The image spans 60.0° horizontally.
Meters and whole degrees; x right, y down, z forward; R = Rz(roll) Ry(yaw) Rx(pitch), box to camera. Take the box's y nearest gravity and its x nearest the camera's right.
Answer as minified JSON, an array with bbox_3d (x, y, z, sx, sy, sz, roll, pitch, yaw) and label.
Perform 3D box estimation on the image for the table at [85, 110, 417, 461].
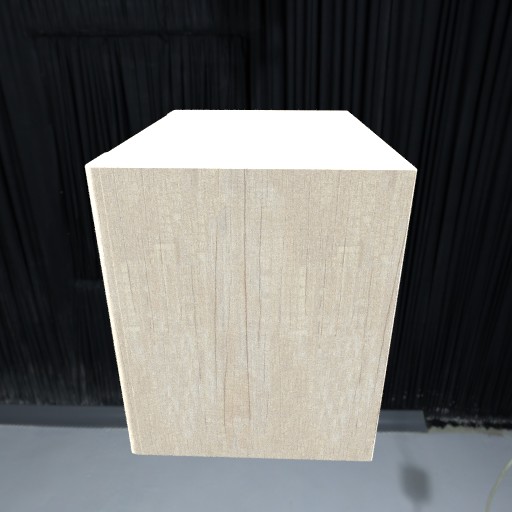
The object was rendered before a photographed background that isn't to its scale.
[{"bbox_3d":[0.000,0.000,0.920,0.420,0.510,0.570,1,25,2],"label":"table"}]
